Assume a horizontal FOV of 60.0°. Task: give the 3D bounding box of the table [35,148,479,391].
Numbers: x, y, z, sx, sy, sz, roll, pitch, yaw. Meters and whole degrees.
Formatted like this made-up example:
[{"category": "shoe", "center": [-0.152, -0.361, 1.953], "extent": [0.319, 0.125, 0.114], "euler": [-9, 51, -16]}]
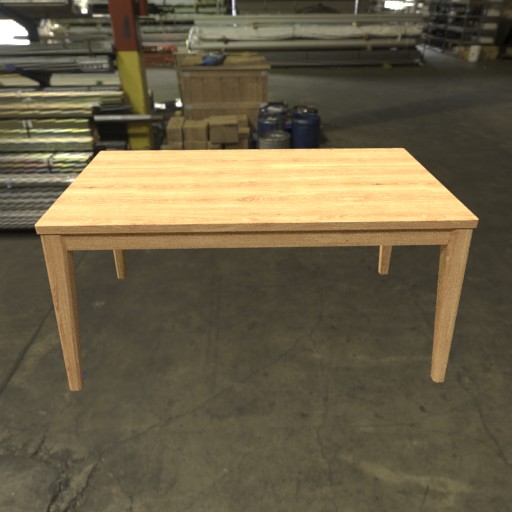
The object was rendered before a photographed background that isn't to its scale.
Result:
[{"category": "table", "center": [0.000, 0.000, 2.082], "extent": [1.600, 0.760, 0.900], "euler": [-1, 31, -2]}]
